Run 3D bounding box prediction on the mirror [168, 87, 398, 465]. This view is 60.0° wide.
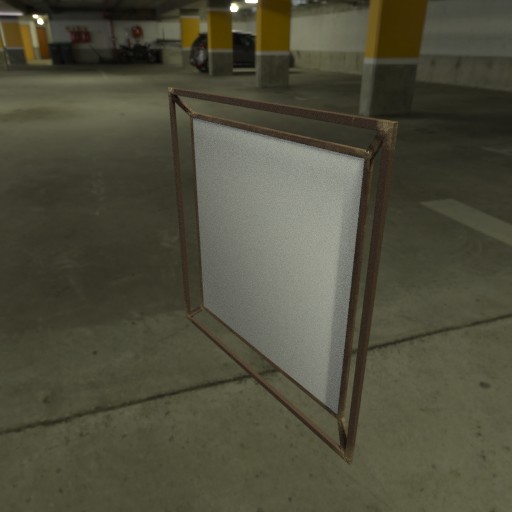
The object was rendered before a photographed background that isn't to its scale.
[{"bbox_3d":[0.000,0.000,0.911,0.032,0.610,0.610,-18,31,-33],"label":"mirror"}]
